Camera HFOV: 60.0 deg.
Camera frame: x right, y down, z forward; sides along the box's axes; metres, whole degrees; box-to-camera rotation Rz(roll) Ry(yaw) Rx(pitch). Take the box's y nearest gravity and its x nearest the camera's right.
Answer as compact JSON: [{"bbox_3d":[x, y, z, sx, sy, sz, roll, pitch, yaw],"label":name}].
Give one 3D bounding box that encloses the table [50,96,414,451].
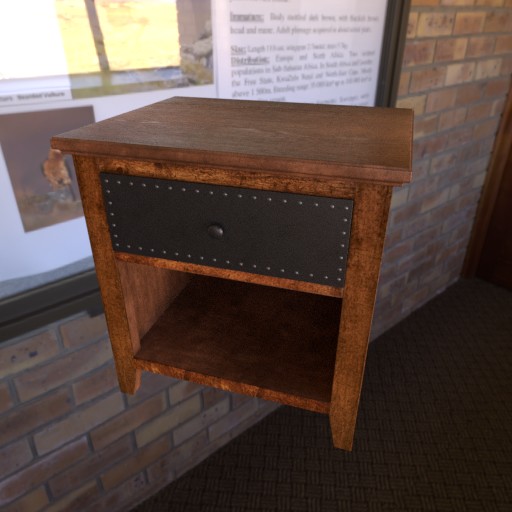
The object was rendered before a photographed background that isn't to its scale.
[{"bbox_3d":[0.000,0.000,1.000,0.586,0.597,0.461,9,30,15],"label":"table"}]
